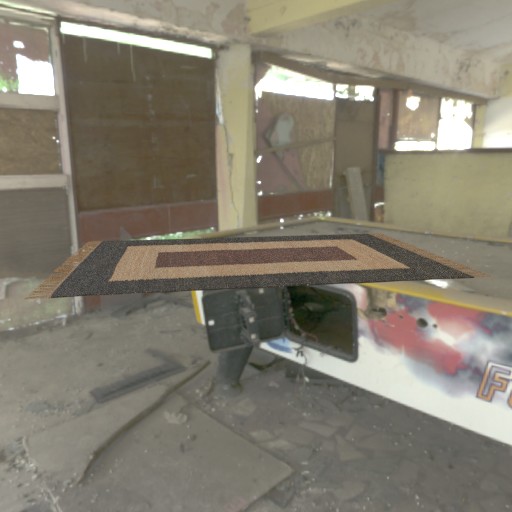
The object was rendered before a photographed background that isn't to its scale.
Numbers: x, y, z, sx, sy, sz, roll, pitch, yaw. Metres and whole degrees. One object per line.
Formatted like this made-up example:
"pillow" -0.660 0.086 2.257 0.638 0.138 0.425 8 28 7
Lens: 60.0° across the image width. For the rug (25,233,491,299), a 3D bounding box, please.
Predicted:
"rug" 0.000 0.000 1.857 1.541 0.013 0.920 -2 13 -9
